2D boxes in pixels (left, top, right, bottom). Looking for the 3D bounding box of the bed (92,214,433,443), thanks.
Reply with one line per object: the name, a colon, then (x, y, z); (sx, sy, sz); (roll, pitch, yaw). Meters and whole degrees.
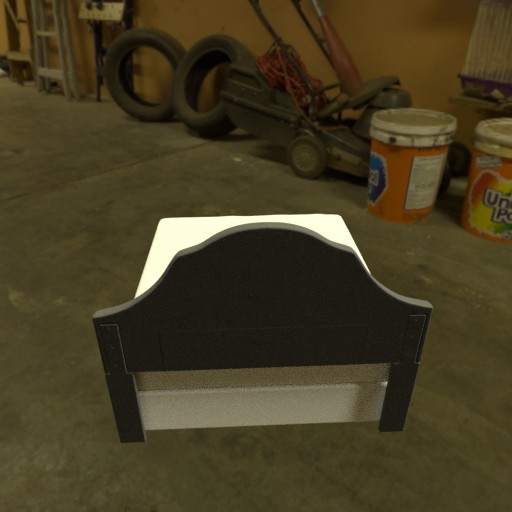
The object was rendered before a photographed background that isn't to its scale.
bed: (0.000, 0.000, 3.610); (2.008, 1.615, 2.214); (-1, 30, -2)
